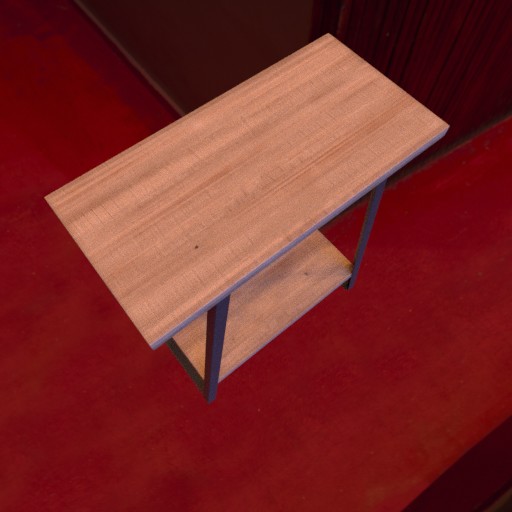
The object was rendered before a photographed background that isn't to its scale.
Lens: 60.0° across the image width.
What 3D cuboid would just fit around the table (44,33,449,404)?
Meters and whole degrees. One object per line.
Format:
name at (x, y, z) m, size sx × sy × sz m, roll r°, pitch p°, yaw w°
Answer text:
table at (0.000, 0.000, 1.029) m, size 0.599 × 0.701 × 0.300 m, roll -36°, pitch 69°, yaw -16°
